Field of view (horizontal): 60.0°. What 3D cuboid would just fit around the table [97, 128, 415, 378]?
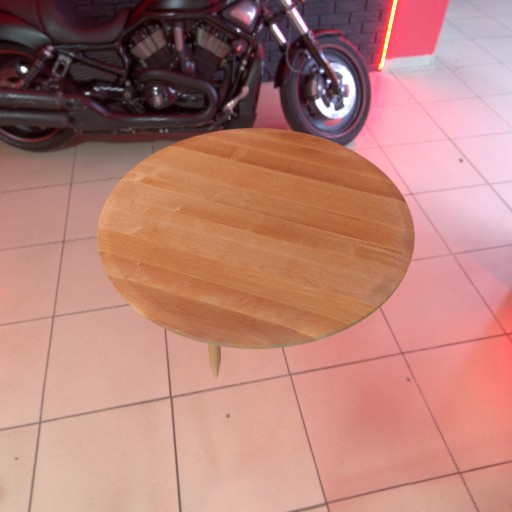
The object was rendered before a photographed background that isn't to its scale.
[{"bbox_3d":[0.000,0.000,1.435,0.900,0.400,0.900,0,47,0],"label":"table"}]
